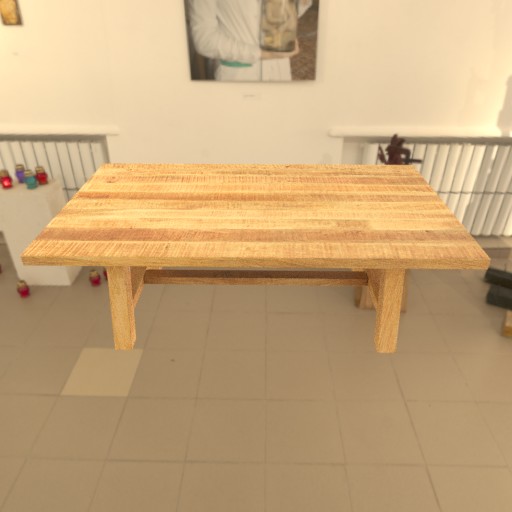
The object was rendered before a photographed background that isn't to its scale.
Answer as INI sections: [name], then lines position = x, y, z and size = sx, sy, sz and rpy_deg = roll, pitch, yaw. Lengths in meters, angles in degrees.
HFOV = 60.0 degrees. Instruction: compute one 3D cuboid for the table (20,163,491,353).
[table]
position = 0.000, 0.000, 1.684
size = 1.320, 0.455, 0.760
rpy_deg = 0, 31, 1
